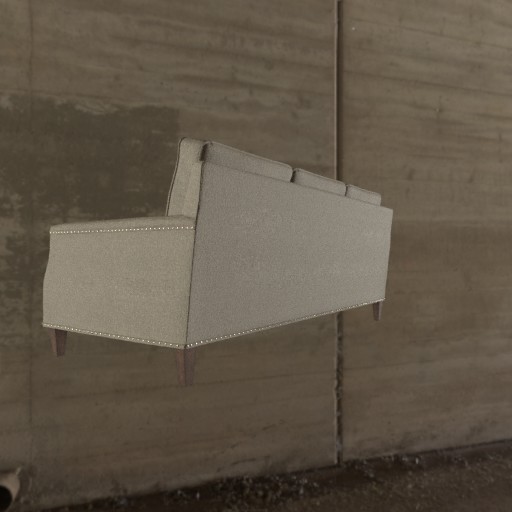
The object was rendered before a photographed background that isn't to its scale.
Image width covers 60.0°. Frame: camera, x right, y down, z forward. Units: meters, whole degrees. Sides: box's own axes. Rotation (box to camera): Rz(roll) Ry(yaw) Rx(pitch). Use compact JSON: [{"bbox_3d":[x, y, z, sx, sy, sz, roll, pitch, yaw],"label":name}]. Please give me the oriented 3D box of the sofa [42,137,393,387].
[{"bbox_3d":[0.000,0.000,2.825,1.084,1.003,2.246,0,0,35],"label":"sofa"}]
